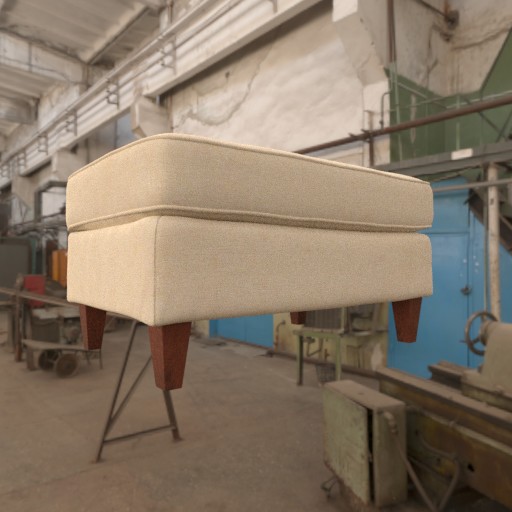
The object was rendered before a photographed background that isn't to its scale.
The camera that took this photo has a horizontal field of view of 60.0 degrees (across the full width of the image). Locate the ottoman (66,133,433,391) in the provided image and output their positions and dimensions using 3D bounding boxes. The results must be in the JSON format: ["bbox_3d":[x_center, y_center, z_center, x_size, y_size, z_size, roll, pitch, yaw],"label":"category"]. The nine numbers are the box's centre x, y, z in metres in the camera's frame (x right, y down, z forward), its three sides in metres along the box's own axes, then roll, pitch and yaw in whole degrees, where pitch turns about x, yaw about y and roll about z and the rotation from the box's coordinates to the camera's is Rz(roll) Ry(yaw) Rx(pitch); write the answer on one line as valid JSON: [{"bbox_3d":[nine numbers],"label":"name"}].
[{"bbox_3d":[0.000,0.000,1.209,0.862,0.484,0.583,0,-1,-38],"label":"ottoman"}]
